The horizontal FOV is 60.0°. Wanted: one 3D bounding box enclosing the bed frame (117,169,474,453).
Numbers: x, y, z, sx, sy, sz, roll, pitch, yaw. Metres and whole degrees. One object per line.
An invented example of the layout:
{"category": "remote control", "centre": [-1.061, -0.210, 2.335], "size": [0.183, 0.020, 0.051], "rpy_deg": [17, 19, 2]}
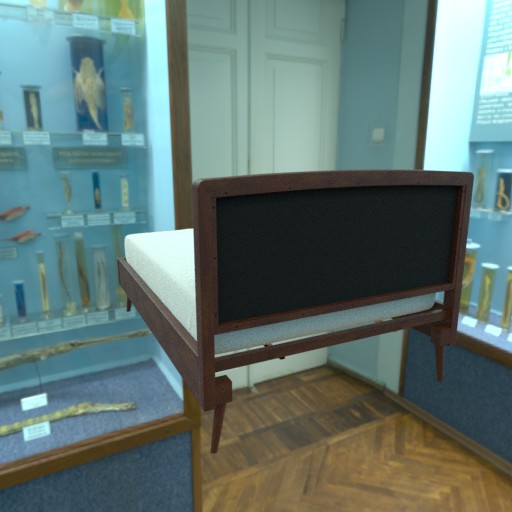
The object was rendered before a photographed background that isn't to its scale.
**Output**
{"category": "bed frame", "centre": [0.000, 0.000, 3.157], "size": [1.587, 1.279, 2.171], "rpy_deg": [-7, 15, -26]}
